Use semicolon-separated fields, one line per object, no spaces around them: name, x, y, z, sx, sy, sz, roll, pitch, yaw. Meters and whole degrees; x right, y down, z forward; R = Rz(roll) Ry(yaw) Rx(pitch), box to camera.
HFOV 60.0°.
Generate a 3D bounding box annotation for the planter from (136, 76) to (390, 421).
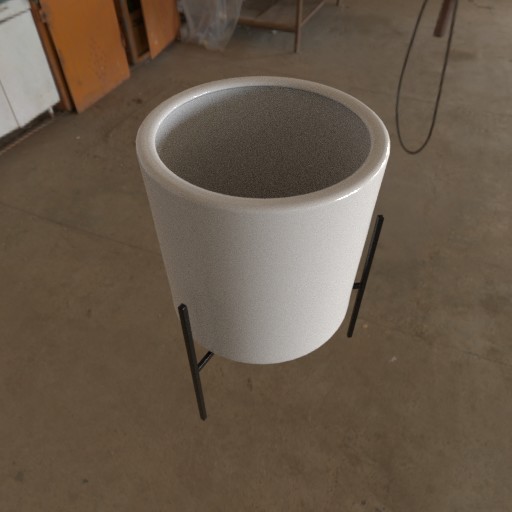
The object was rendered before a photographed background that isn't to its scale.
planter;0.000;0.000;0.655;0.307;0.431;0.308;-23;50;-21
